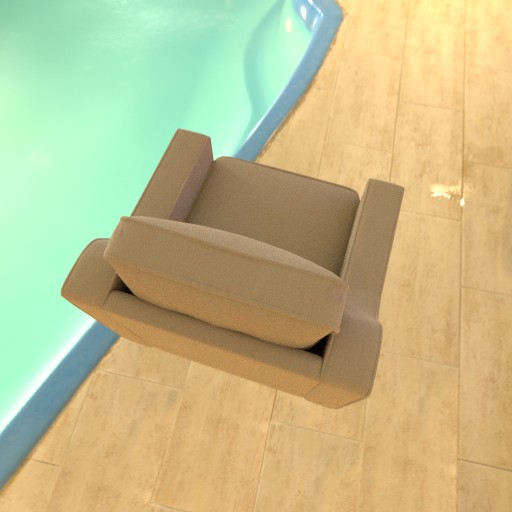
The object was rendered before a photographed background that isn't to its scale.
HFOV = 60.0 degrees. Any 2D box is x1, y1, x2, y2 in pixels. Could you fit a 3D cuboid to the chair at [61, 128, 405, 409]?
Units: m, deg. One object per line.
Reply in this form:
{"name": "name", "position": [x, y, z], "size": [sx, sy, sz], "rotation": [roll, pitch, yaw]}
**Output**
{"name": "chair", "position": [0.000, 0.000, 1.670], "size": [0.922, 0.948, 0.882], "rotation": [16, 65, 8]}
